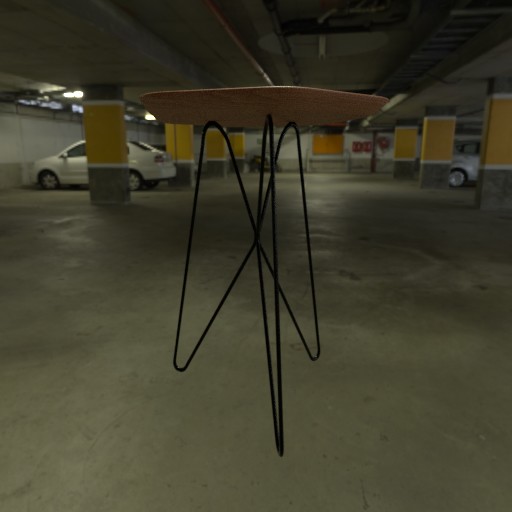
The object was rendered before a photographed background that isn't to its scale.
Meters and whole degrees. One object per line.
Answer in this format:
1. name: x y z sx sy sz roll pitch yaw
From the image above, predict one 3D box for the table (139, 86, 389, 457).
1. table: 0.000 0.000 0.872 0.400 0.562 0.500 -2 13 -10
